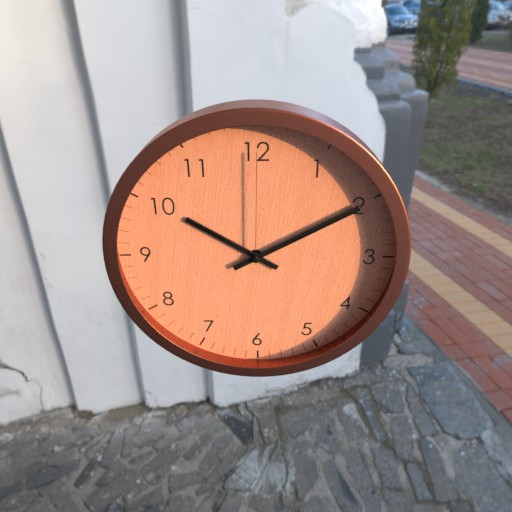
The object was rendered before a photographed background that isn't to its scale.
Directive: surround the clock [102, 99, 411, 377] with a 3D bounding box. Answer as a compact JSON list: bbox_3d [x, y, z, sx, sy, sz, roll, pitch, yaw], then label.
[{"bbox_3d":[0.000,0.000,0.472,0.313,0.313,0.040,1,30,1],"label":"clock"}]
